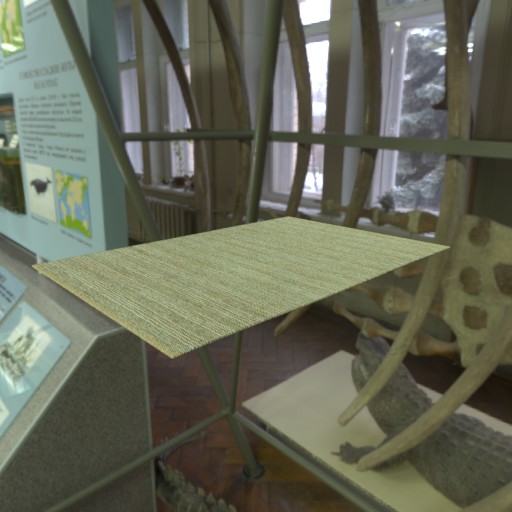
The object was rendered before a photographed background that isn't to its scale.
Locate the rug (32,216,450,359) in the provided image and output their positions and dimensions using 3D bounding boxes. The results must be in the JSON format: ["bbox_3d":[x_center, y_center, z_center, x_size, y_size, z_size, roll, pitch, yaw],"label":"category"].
[{"bbox_3d":[0.000,0.000,2.314,1.824,0.010,1.240,-14,21,-41],"label":"rug"}]
